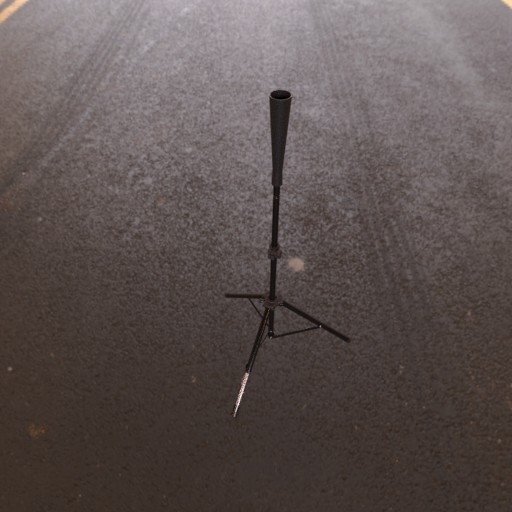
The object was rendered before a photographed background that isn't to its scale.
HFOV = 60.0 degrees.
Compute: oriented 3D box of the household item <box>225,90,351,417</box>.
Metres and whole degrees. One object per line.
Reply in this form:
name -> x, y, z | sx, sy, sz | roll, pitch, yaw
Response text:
household item -> 0.000, 0.000, 1.414 | 0.559, 1.067, 0.559 | 31, 53, 27
